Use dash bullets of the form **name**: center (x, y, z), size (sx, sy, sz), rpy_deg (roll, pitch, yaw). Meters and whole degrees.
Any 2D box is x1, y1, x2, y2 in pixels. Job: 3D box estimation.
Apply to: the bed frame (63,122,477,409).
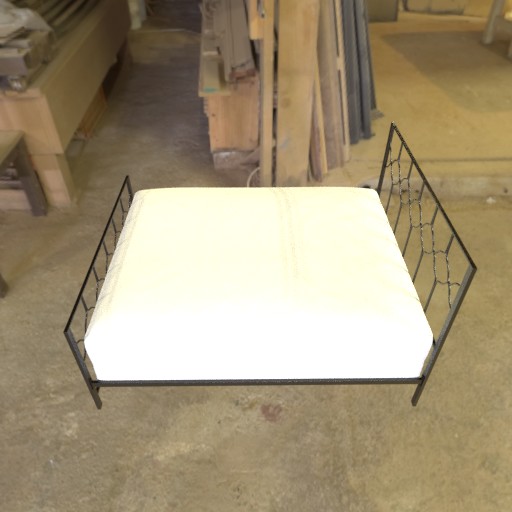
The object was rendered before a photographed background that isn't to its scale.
- **bed frame**: center (0.000, 0.000, 3.072), size (2.063, 1.222, 1.597), rpy_deg (0, 41, 0)
